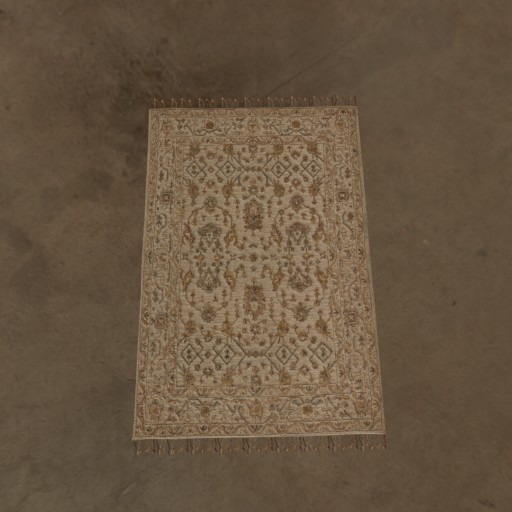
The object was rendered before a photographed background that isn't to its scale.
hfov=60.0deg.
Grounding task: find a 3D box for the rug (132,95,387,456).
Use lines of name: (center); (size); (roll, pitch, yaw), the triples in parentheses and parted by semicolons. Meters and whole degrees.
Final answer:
rug: (0.000, 0.000, 2.951); (1.529, 0.027, 2.434); (-1, 75, 0)
